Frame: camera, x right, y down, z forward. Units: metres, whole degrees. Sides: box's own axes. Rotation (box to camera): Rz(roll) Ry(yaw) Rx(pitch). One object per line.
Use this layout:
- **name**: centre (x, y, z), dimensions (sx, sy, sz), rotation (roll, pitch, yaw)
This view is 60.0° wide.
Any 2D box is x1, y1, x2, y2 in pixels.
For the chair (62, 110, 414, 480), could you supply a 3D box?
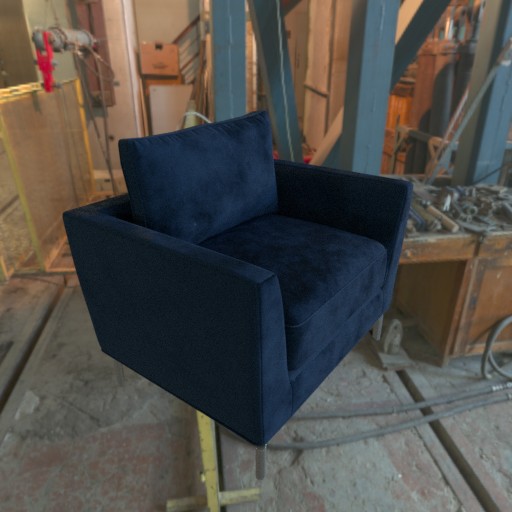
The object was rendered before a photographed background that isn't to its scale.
- **chair**: centre (0.000, 0.000, 1.566), dimensions (0.746, 0.893, 0.977), rotation (18, 31, 33)
